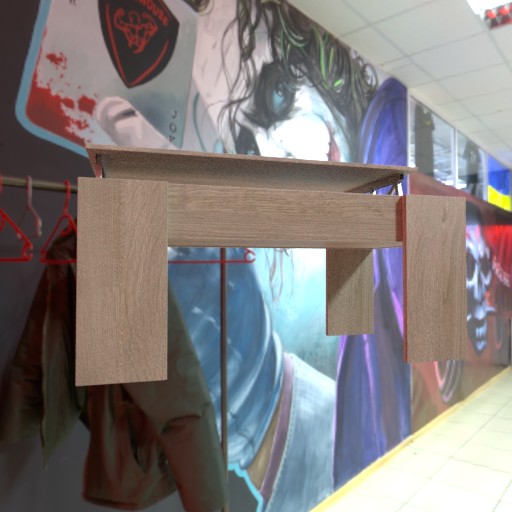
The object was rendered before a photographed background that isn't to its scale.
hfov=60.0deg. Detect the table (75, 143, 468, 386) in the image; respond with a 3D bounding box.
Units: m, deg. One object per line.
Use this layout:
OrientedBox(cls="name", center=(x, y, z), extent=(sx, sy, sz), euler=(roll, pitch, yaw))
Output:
OrientedBox(cls="table", center=(0.000, 0.000, 1.412), extent=(1.000, 0.570, 0.711), euler=(0, -2, -16))
